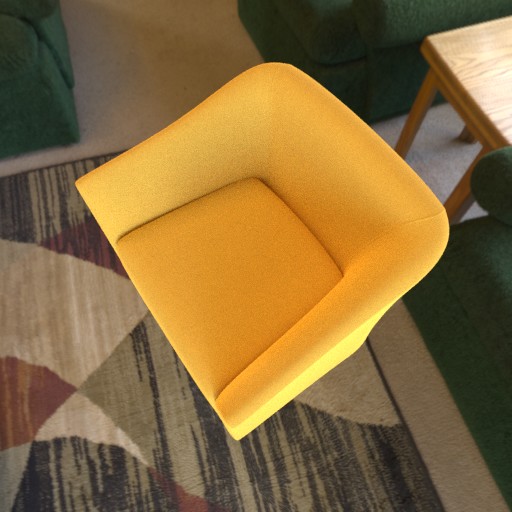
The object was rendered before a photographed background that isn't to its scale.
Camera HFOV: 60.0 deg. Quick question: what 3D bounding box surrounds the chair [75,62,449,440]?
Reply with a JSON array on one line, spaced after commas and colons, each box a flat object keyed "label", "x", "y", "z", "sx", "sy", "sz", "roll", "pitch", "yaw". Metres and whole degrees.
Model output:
[{"label": "chair", "x": 0.000, "y": 0.000, "z": 1.355, "sx": 0.700, "sy": 0.720, "sz": 0.790, "roll": -32, "pitch": 67, "yaw": -15}]
